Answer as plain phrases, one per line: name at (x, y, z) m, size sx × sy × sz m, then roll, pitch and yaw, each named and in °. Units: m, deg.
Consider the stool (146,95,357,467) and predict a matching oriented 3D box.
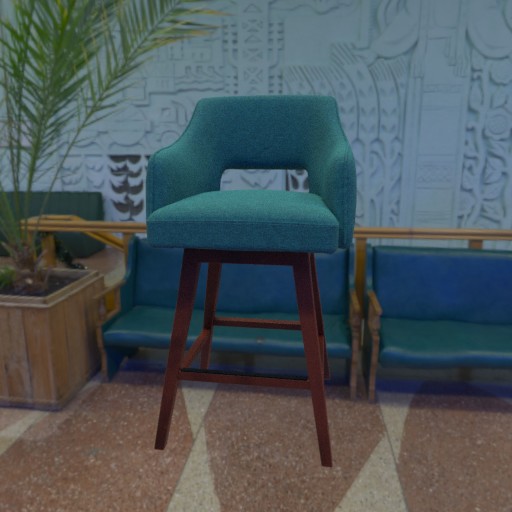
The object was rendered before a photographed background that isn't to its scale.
stool at (0.000, 0.000, 1.308) m, size 0.548 × 0.961 × 0.556 m, roll 2°, pitch 13°, yaw 8°
